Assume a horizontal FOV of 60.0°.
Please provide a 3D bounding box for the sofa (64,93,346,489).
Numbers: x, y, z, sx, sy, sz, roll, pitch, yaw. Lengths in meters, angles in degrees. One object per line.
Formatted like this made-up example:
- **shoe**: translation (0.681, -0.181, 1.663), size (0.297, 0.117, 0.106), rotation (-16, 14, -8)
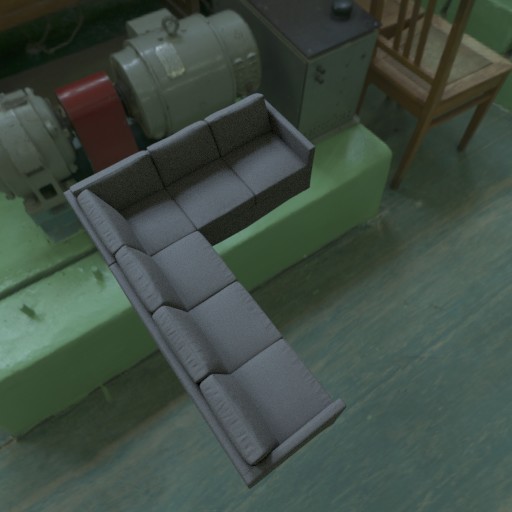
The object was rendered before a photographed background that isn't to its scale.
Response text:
- **sofa**: translation (0.000, 0.000, 4.287), size (2.432, 0.871, 3.182), rotation (-32, 65, -17)
